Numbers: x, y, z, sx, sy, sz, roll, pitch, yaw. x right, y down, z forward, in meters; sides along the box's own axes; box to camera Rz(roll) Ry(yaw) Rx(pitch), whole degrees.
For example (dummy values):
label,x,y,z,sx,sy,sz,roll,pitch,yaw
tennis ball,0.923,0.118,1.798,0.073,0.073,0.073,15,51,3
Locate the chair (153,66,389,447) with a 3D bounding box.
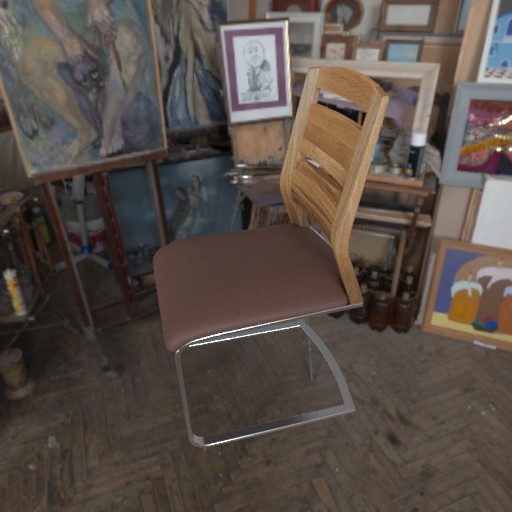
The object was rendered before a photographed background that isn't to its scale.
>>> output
label,x,y,z,sx,sy,sz,roll,pitch,yaw
chair,0.000,0.000,1.261,0.570,0.970,0.460,-8,32,-13
